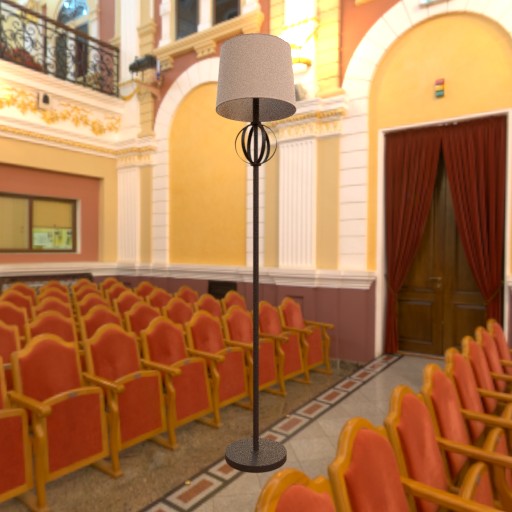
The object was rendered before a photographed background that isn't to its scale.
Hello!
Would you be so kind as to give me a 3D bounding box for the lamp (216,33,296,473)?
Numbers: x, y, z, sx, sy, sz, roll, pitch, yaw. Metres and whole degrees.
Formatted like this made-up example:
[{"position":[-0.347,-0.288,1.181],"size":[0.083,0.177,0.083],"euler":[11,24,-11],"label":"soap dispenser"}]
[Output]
[{"position":[0.000,0.000,1.591],"size":[0.286,1.462,0.286],"euler":[1,2,37],"label":"lamp"}]
